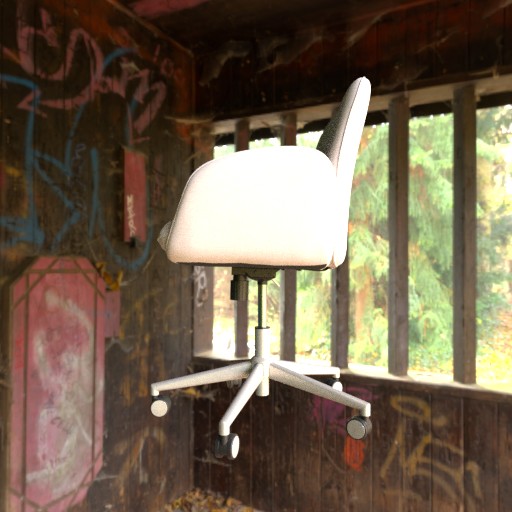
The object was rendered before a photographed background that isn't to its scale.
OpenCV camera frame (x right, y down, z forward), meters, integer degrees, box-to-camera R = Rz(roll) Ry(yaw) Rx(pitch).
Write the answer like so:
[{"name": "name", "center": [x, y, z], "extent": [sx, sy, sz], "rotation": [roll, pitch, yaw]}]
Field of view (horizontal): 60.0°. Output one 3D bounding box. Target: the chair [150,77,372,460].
[{"name": "chair", "center": [0.000, 0.000, 1.345], "extent": [0.633, 0.959, 0.648], "rotation": [0, -1, -1]}]
